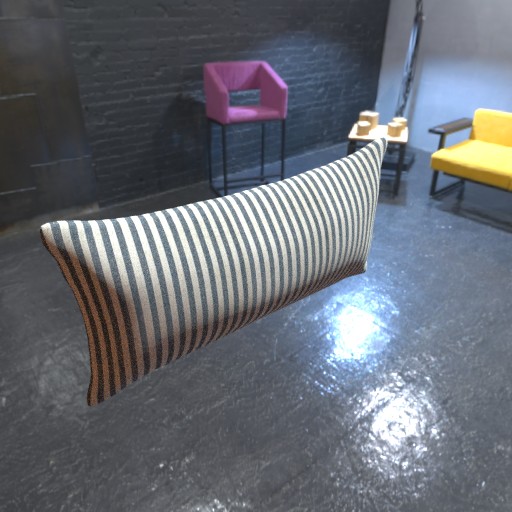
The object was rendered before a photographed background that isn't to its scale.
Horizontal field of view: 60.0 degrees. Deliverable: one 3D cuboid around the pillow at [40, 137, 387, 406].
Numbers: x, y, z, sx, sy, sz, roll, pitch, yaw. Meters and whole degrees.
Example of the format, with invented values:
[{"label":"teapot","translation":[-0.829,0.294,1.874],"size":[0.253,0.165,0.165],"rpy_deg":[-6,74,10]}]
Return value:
[{"label":"pillow","translation":[0.000,0.000,0.734],"size":[0.617,0.295,0.151],"rpy_deg":[-21,36,-32]}]
